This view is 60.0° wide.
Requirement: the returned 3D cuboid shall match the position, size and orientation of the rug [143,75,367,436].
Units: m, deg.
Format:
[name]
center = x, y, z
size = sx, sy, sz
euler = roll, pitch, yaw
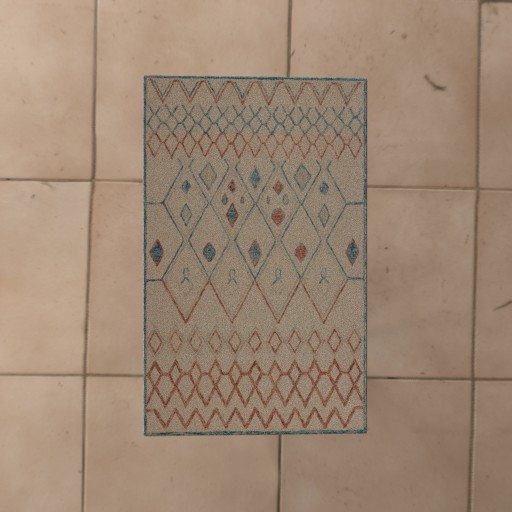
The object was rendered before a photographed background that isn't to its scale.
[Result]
[rug]
center = 0.000, 0.000, 3.018
size = 1.524, 0.015, 2.438
euler = 0, 90, -2
